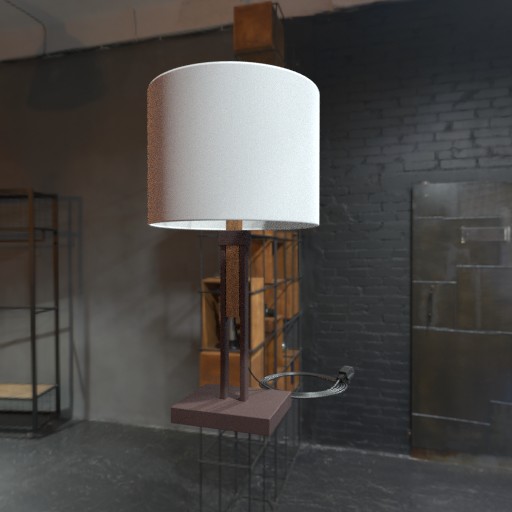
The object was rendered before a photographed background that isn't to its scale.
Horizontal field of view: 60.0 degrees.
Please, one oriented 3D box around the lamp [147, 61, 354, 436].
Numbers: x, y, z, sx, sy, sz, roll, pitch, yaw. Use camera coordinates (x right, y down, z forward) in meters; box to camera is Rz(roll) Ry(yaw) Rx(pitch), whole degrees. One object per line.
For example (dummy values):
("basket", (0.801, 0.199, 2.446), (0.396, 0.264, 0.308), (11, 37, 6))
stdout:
("lamp", (0.000, 0.000, 1.010), (0.396, 0.668, 0.525), (0, 0, 18))
